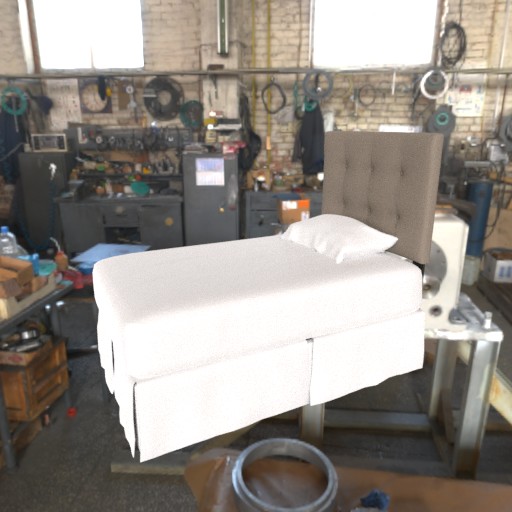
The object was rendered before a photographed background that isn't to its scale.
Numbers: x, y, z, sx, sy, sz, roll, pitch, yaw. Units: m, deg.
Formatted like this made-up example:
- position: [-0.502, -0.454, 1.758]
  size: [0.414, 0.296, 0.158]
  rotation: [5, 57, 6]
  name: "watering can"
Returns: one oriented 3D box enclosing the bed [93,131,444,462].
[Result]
- position: [0.000, 0.000, 2.928]
  size: [1.997, 1.571, 1.261]
  rotation: [-8, 18, -26]
  name: "bed"
